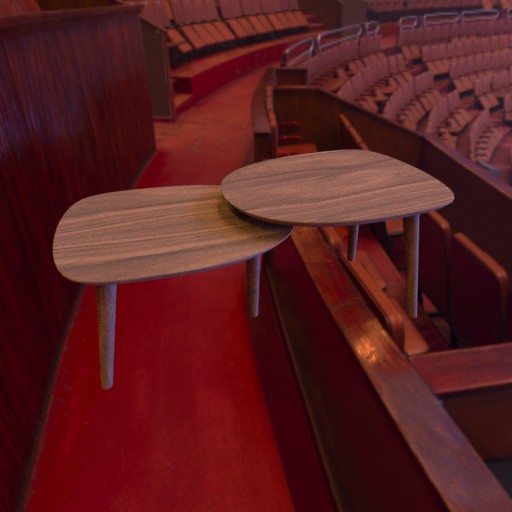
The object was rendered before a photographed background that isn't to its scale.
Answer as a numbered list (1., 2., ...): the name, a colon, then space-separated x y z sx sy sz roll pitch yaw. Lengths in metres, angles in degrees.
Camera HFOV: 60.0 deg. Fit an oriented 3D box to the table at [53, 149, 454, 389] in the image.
1. table: 0.000 0.000 1.355 1.084 0.429 0.527 -9 32 -15
